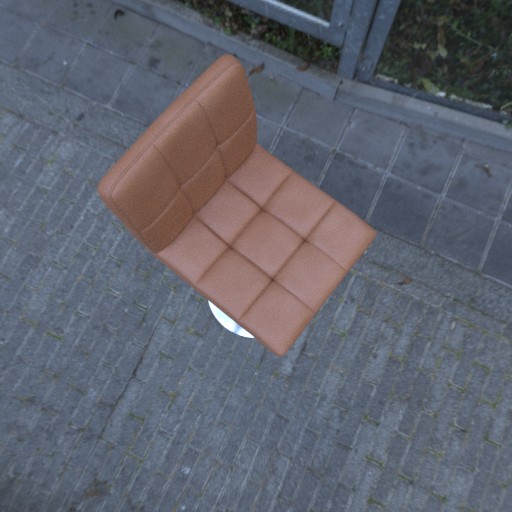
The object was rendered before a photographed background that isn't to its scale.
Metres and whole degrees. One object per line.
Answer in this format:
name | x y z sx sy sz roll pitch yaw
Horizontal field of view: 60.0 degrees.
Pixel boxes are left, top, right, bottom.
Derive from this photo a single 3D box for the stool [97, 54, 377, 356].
stool | 0.000 0.000 1.391 0.505 1.115 0.430 38 78 9
